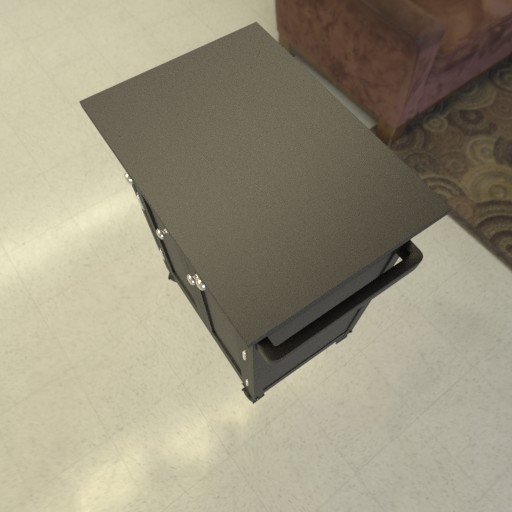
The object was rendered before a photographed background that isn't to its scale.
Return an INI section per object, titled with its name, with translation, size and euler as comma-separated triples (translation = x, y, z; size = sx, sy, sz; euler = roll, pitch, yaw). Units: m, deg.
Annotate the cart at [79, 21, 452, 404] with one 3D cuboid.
[cart]
translation = 0.000, 0.000, 1.263
size = 0.456, 0.879, 0.660
euler = -32, 67, -15
